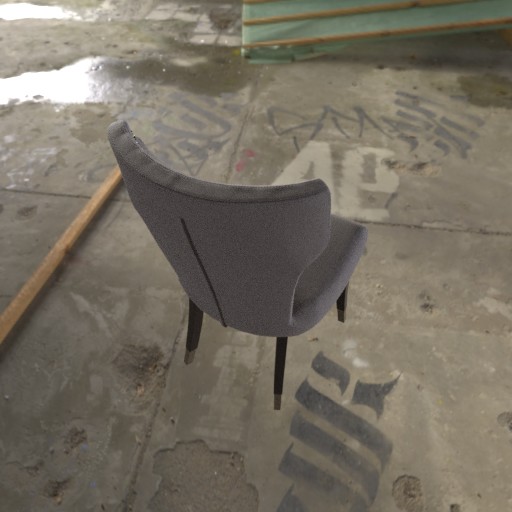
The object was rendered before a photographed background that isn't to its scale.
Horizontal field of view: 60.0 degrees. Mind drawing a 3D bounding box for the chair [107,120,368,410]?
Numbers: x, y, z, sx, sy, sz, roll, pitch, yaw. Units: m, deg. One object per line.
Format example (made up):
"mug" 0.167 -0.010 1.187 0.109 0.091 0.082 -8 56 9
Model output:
"chair" 0.000 0.000 1.320 0.526 0.950 0.630 21 50 19
